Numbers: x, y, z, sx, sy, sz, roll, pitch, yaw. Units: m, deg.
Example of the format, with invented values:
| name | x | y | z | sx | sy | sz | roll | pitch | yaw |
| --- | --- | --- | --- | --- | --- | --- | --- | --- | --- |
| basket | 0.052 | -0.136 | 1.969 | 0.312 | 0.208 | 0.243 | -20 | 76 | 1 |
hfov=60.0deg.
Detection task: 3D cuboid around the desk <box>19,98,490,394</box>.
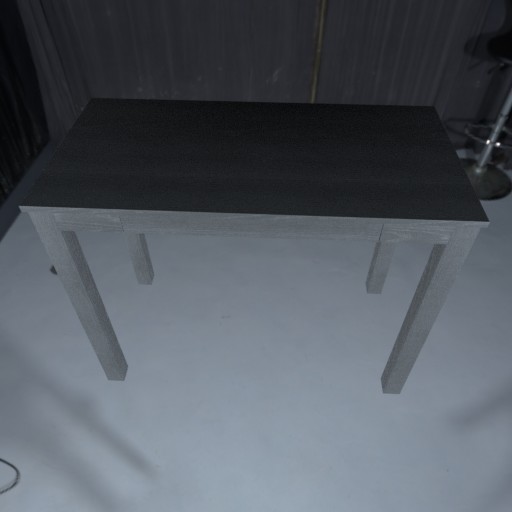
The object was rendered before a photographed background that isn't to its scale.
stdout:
| name | x | y | z | sx | sy | sz | roll | pitch | yaw |
| --- | --- | --- | --- | --- | --- | --- | --- | --- | --- |
| desk | 0.000 | 0.000 | 1.377 | 0.991 | 0.762 | 0.499 | 2 | 46 | 2 |
